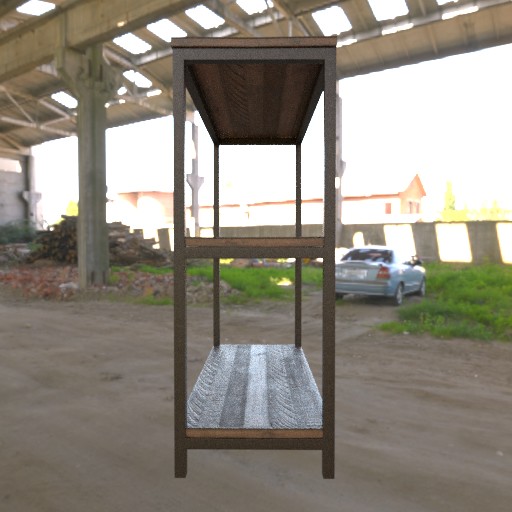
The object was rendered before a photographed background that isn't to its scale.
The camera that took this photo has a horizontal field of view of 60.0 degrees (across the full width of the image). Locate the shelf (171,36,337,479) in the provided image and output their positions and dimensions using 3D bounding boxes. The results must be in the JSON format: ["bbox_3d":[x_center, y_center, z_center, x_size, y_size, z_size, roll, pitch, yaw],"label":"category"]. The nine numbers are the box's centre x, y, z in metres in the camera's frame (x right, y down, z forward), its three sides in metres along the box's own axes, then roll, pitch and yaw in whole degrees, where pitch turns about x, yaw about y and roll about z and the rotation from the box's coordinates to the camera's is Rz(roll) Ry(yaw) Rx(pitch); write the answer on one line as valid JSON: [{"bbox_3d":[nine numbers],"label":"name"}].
[{"bbox_3d":[0.000,0.000,1.358,0.352,0.947,0.822,0,1,1],"label":"shelf"}]
